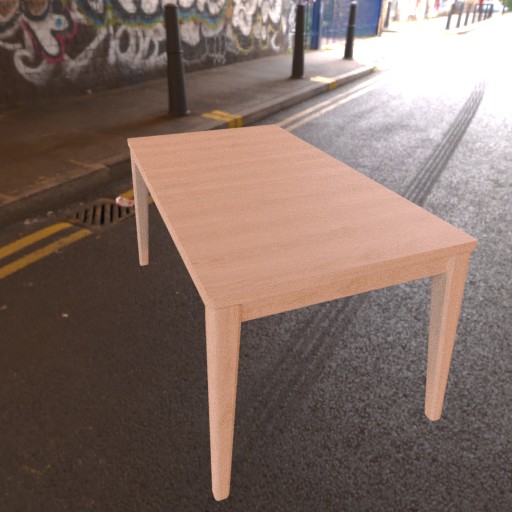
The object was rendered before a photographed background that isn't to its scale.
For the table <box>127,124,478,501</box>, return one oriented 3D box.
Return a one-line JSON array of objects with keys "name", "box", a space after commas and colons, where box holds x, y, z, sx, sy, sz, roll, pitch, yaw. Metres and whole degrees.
[{"name": "table", "box": [0.000, 0.000, 2.009, 0.900, 0.760, 1.600, -11, 32, -18]}]
